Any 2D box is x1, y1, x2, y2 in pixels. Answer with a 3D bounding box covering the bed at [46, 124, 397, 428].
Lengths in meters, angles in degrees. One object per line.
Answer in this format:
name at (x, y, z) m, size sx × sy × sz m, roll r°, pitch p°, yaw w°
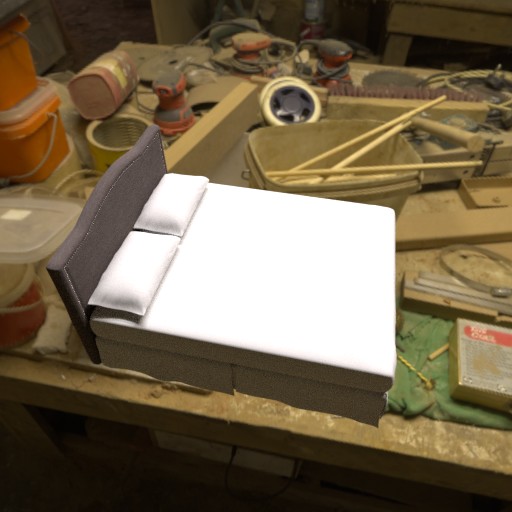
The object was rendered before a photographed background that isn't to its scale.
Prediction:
bed at (0.000, 0.000, 4.133) m, size 2.689 × 1.457 × 2.161 m, roll 9°, pitch 47°, yaw 8°
